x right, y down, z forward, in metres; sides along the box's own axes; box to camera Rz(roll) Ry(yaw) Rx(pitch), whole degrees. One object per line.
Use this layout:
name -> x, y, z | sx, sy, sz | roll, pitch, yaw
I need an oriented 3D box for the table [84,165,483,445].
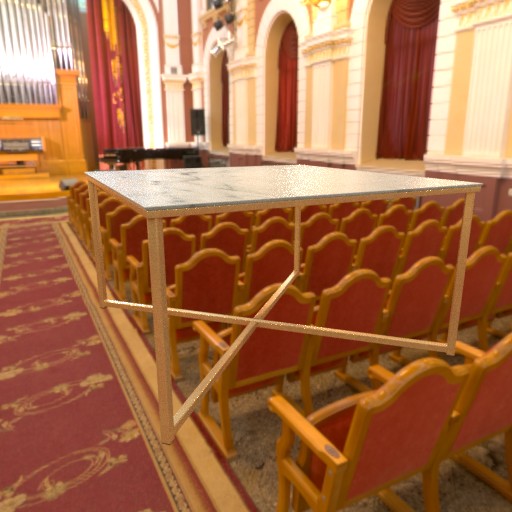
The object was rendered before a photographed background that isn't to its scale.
table -> 0.000, 0.000, 1.275 | 0.800, 0.450, 0.800 | -8, 17, -26
